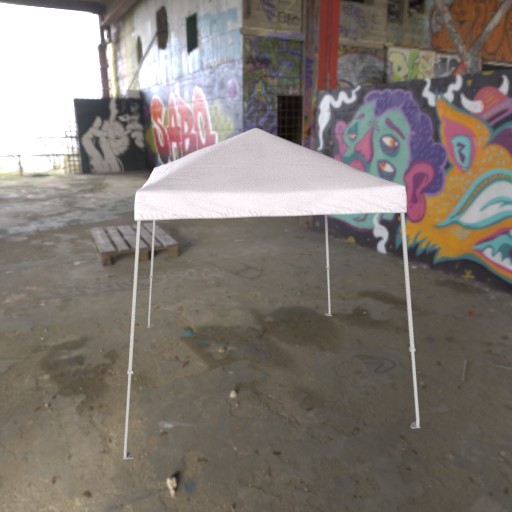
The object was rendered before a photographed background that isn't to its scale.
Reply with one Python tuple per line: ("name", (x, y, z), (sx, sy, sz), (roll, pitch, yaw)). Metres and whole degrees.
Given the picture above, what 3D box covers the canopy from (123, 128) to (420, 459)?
("canopy", (0.000, 0.000, 5.135), (2.849, 2.850, 2.850), (-2, 16, -8))
